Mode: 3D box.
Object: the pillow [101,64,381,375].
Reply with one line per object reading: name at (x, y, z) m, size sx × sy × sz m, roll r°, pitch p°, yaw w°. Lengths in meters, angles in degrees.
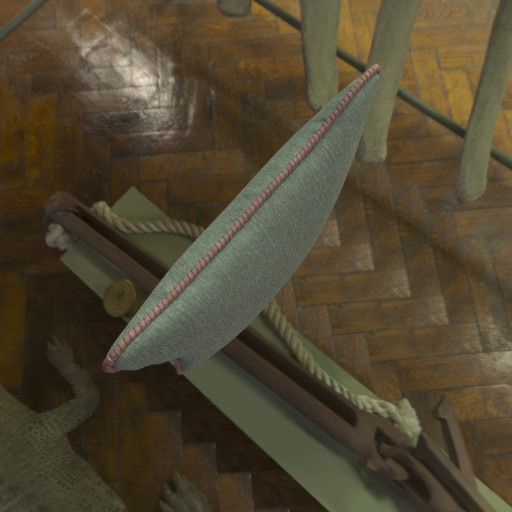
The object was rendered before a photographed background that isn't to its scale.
pillow at (0.000, 0.000, 0.718) m, size 0.124 × 0.491 × 0.482 m, roll 39°, pitch 78°, yaw 10°
